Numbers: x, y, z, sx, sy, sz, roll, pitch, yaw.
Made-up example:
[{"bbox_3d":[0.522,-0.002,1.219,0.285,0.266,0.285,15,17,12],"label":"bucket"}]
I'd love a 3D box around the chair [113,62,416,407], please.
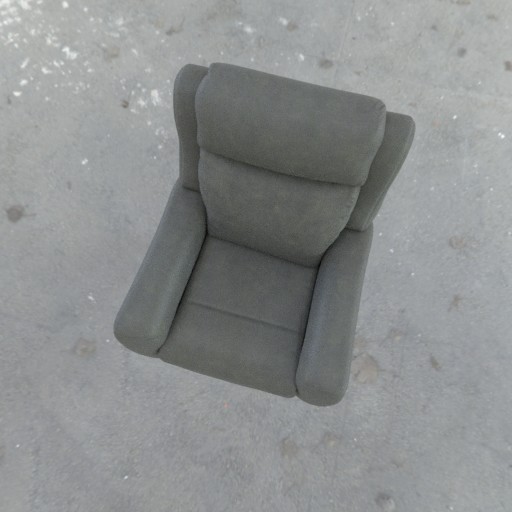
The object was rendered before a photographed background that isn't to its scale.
[{"bbox_3d":[0.000,0.000,1.878,0.967,1.116,1.068,15,76,4],"label":"chair"}]
